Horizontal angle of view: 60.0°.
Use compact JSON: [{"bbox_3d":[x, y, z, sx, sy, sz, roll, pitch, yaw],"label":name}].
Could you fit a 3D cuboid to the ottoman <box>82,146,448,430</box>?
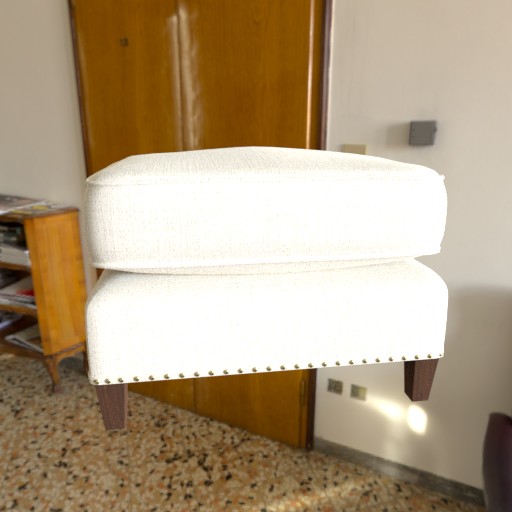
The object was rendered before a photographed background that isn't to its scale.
[{"bbox_3d":[0.000,0.000,1.120,0.738,0.537,0.589,-2,16,-8],"label":"ottoman"}]
